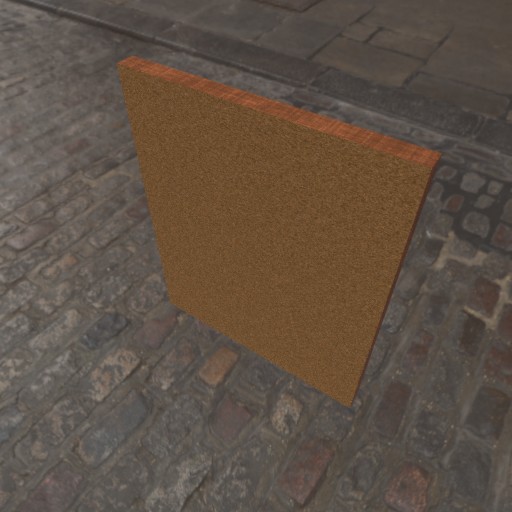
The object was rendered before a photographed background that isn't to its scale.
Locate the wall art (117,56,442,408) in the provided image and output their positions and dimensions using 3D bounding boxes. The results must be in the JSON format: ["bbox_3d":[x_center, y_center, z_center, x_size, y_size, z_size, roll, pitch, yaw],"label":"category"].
[{"bbox_3d":[0.000,0.000,0.769,0.467,0.567,0.033,26,52,23],"label":"wall art"}]
